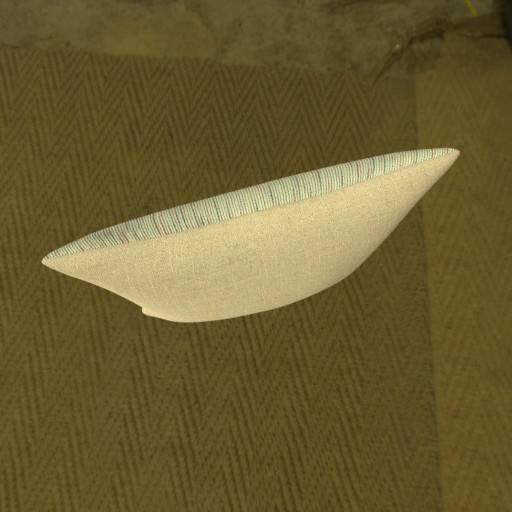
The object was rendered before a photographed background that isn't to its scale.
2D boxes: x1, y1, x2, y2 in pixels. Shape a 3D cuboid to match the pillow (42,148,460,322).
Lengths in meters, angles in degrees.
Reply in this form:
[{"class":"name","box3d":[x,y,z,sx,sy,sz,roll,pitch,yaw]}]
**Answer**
[{"class":"pillow","box3d":[0.000,0.000,0.755,0.512,0.506,0.178,-15,76,-4]}]
